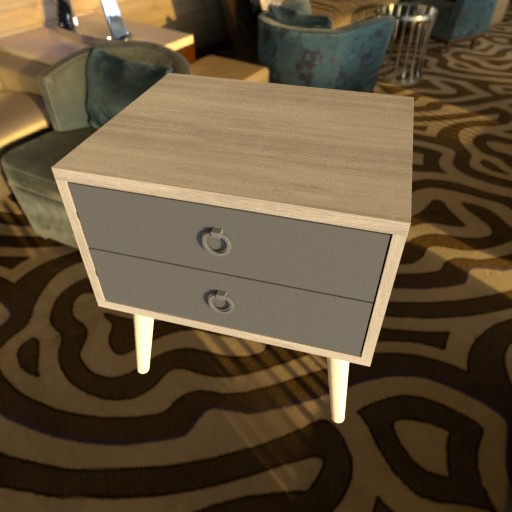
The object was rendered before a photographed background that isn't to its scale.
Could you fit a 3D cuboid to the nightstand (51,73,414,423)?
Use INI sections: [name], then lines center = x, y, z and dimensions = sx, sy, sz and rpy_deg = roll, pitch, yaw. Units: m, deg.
[nightstand]
center = 0.000, 0.000, 0.823
dimensions = 0.450, 0.500, 0.380
rpy_deg = 10, 42, 12
